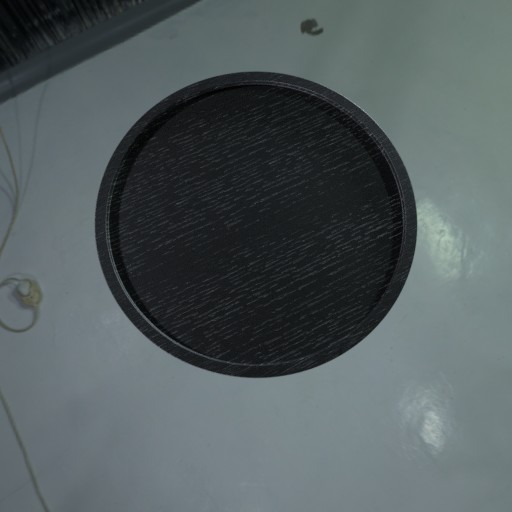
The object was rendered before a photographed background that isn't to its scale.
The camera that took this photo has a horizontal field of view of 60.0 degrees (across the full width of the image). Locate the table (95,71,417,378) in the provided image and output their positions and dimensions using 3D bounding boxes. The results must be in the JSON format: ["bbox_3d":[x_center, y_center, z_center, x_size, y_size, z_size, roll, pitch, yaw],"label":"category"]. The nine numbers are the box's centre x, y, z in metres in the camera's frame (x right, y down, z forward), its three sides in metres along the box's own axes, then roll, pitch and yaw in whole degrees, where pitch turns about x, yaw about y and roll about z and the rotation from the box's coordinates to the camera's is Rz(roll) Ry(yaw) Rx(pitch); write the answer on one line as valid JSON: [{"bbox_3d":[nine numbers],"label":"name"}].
[{"bbox_3d":[0.000,0.000,0.772,0.399,0.460,0.399,0,76,0],"label":"table"}]
